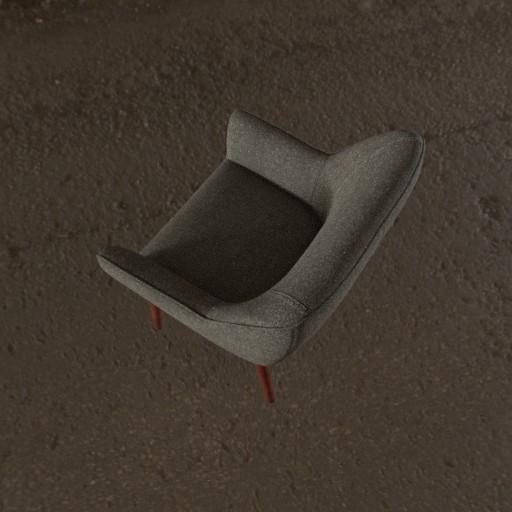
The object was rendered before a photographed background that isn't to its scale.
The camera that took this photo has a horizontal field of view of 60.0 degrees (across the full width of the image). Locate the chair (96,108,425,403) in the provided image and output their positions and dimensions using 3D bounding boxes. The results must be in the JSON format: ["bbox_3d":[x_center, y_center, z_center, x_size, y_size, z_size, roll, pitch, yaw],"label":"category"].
[{"bbox_3d":[0.000,0.000,1.141,0.519,0.803,0.543,32,68,15],"label":"chair"}]
